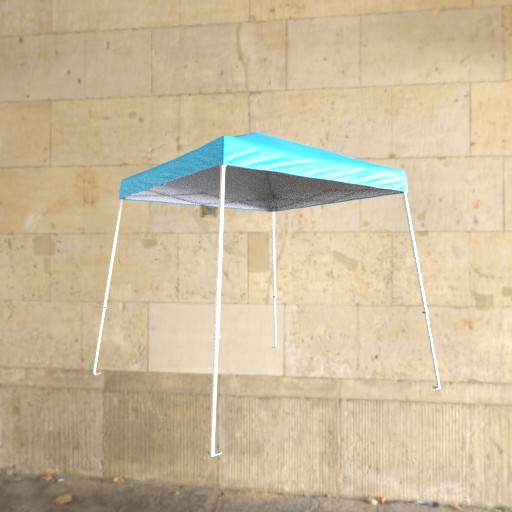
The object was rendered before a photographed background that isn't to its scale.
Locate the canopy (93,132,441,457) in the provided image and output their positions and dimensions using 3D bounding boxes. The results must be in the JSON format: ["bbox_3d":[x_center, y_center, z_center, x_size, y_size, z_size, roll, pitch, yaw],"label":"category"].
[{"bbox_3d":[0.000,0.000,5.094,2.849,2.849,2.848,1,-1,-36],"label":"canopy"}]
